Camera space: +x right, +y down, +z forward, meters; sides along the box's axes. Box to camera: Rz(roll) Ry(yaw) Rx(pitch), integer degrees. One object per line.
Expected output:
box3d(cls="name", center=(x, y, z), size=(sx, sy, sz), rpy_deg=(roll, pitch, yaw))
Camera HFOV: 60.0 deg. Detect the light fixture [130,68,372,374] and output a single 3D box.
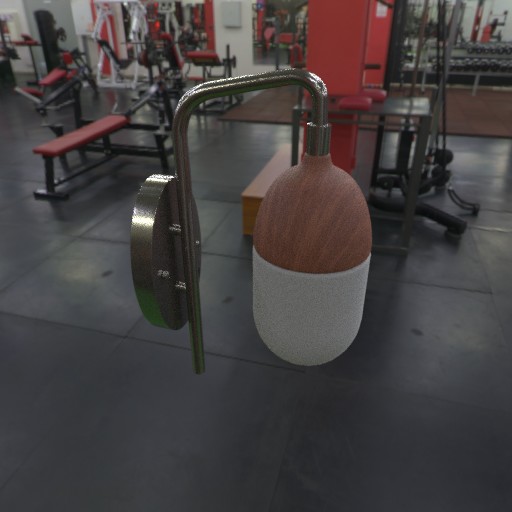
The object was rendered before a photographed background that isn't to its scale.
box3d(cls="light fixture", center=(0.000, 0.000, 0.435), size=(0.216, 0.343, 0.108), rpy_deg=(9, 30, 16))
